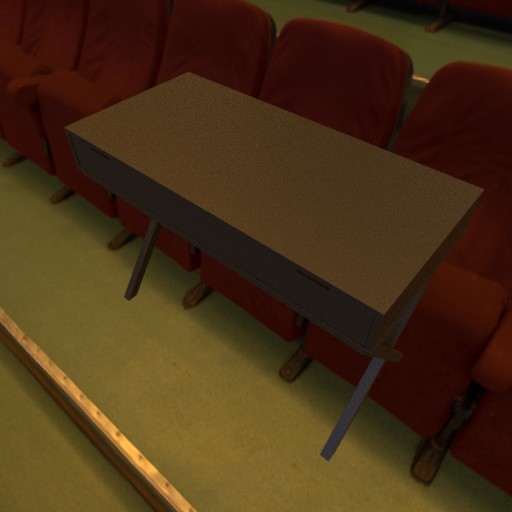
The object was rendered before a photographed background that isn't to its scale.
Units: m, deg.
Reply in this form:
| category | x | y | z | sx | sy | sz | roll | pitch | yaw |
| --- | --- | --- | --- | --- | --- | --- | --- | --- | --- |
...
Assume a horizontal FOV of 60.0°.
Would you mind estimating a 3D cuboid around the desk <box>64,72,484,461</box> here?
| category | x | y | z | sx | sy | sz | roll | pitch | yaw |
| --- | --- | --- | --- | --- | --- | --- | --- | --- | --- |
| desk | 0.000 | 0.000 | 1.481 | 1.057 | 0.780 | 0.504 | 31 | 53 | 27 |
